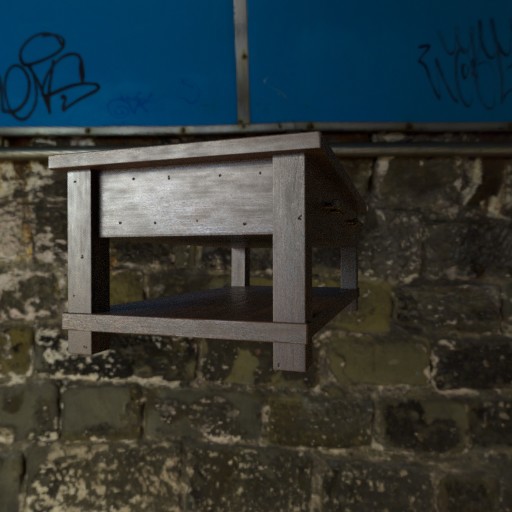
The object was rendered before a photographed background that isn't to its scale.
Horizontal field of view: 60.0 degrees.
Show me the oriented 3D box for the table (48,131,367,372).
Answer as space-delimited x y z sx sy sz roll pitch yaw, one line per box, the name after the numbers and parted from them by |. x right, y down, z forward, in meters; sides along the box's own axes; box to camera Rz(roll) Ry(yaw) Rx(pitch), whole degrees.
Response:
0.000 0.000 1.594 0.700 0.494 1.270 0 0 18 | table
